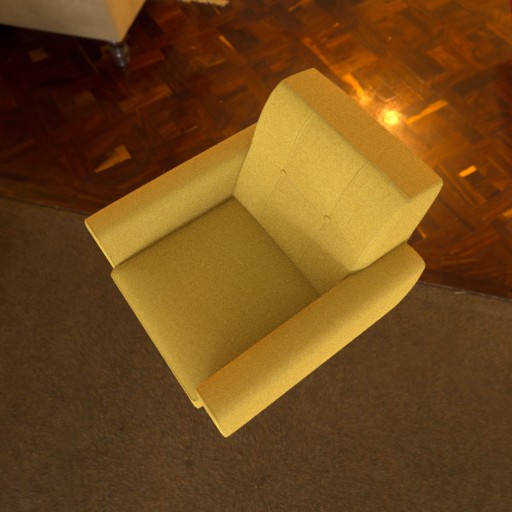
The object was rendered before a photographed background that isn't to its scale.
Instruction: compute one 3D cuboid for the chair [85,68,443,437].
[{"bbox_3d":[0.000,0.000,1.578,0.909,0.841,0.831,-33,67,-16],"label":"chair"}]
